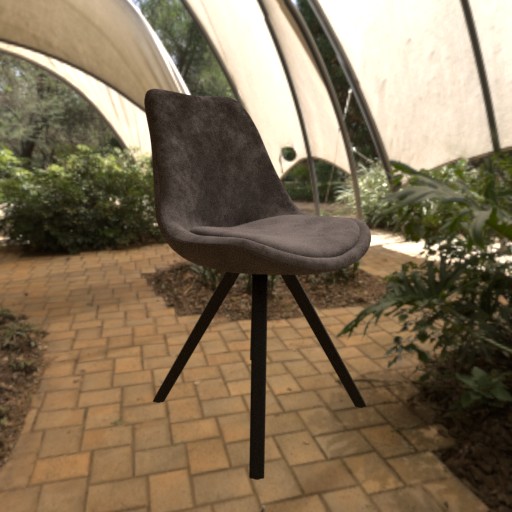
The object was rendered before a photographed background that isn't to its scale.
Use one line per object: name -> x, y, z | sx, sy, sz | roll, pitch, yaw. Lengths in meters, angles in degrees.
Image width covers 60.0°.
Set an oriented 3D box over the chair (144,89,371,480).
chair -> 0.000, 0.000, 1.154 | 0.485, 0.850, 0.550 | -12, 17, -43
